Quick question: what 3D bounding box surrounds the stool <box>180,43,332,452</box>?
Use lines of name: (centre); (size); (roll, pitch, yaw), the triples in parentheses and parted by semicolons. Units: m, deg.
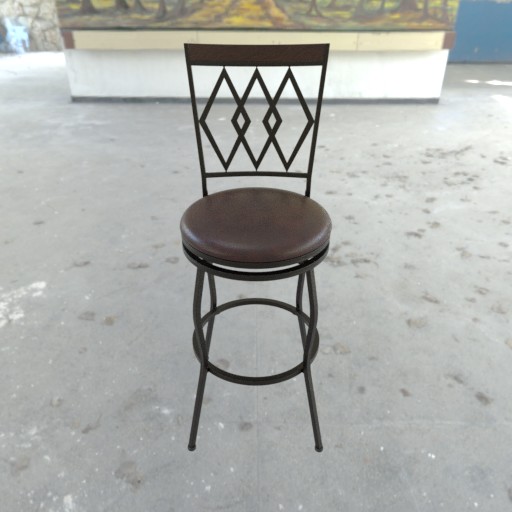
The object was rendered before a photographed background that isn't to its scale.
stool: (0.000, 0.000, 1.345); (0.432, 1.134, 0.521); (0, 30, 0)
